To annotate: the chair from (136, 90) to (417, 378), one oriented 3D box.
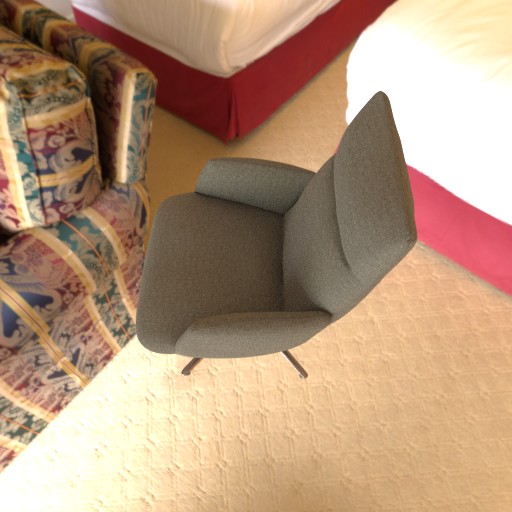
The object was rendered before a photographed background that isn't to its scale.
[{"bbox_3d":[0.000,0.000,1.541,0.831,0.984,0.702,1,58,1],"label":"chair"}]
